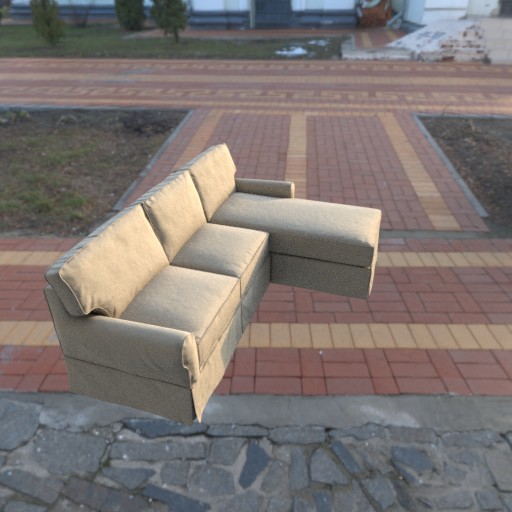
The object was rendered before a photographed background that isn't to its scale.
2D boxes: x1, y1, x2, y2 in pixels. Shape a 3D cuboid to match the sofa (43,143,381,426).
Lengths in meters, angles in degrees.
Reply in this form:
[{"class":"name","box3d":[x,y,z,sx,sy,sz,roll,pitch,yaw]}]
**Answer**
[{"class":"sofa","box3d":[0.000,0.000,3.341,1.733,0.978,2.475,9,32,15]}]
